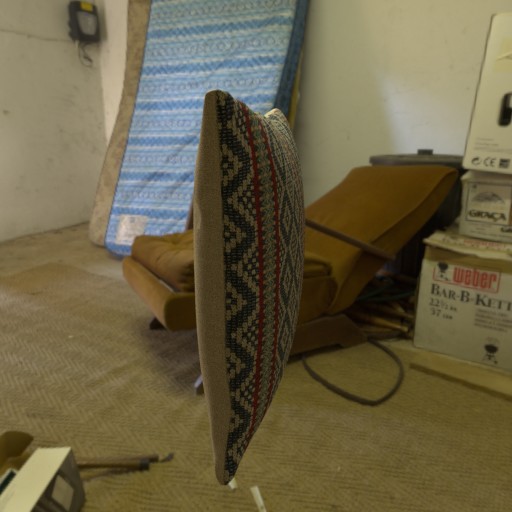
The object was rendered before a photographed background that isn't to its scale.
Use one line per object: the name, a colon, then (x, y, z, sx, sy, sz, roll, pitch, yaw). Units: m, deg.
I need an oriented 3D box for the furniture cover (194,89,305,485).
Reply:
furniture cover: (0.000, 0.000, 0.653, 0.139, 0.431, 0.431, 3, 17, 10)
